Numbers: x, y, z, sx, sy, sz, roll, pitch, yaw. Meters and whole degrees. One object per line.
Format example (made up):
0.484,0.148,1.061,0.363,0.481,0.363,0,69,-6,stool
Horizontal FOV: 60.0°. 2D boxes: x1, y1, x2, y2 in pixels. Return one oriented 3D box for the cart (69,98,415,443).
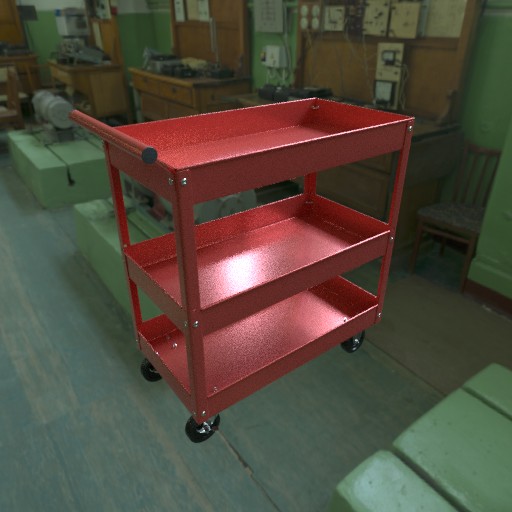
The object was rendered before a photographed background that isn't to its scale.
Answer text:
0.000,0.000,1.185,0.719,0.780,0.366,-20,35,-32,cart
